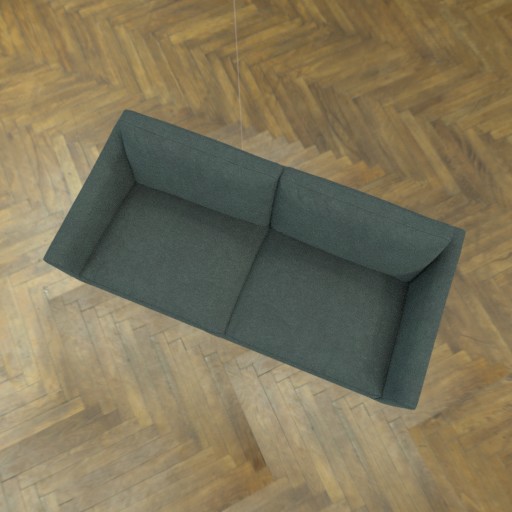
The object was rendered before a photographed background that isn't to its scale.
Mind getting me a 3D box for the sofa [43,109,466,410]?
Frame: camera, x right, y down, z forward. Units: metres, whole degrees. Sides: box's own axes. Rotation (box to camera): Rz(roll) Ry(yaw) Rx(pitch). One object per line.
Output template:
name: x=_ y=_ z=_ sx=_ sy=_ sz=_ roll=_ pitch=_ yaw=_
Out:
sofa: x=0.000 y=0.000 z=2.784 sx=2.257 sy=0.838 sz=1.092 roll=21 pitch=75 yaw=6
